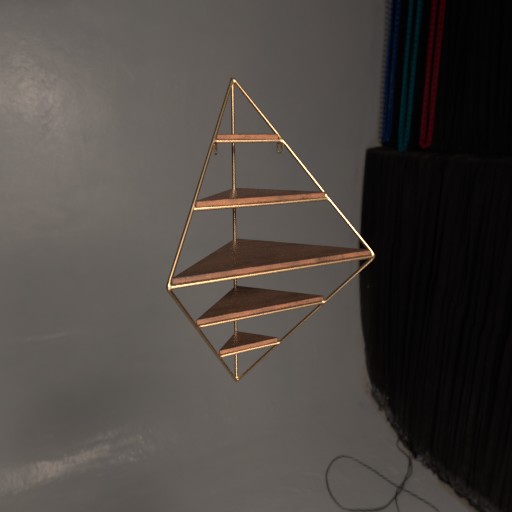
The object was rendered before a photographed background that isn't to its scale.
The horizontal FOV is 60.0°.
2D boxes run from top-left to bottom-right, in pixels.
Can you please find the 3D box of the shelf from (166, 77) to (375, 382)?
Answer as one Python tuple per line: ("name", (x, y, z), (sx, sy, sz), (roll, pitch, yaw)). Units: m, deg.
("shelf", (0.000, 0.000, 1.180), (0.564, 0.913, 0.294), (-8, 17, -25))
